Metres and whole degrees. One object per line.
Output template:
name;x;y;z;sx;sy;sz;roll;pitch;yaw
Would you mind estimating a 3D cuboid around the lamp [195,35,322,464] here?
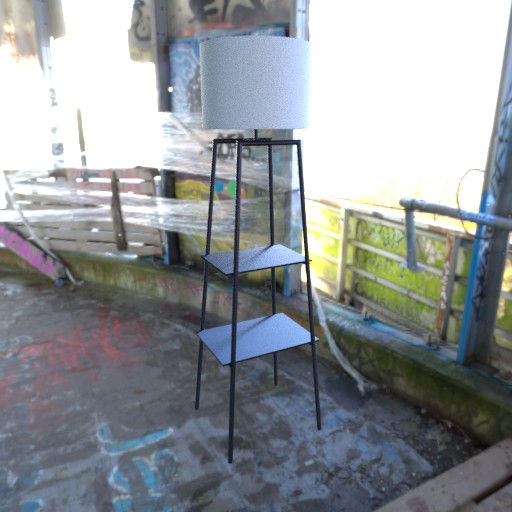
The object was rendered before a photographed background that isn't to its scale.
lamp;0.000;0.000;1.701;0.427;1.474;0.384;-9;19;-26
